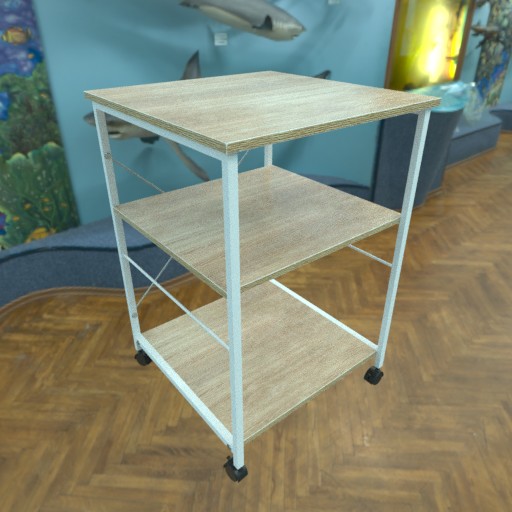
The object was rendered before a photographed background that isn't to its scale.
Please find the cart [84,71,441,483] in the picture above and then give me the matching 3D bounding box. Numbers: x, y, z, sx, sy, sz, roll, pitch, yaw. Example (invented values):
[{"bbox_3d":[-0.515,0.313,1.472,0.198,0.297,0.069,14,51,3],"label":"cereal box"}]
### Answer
[{"bbox_3d":[0.000,0.000,1.096,0.521,0.762,0.520,-22,36,-33],"label":"cart"}]
